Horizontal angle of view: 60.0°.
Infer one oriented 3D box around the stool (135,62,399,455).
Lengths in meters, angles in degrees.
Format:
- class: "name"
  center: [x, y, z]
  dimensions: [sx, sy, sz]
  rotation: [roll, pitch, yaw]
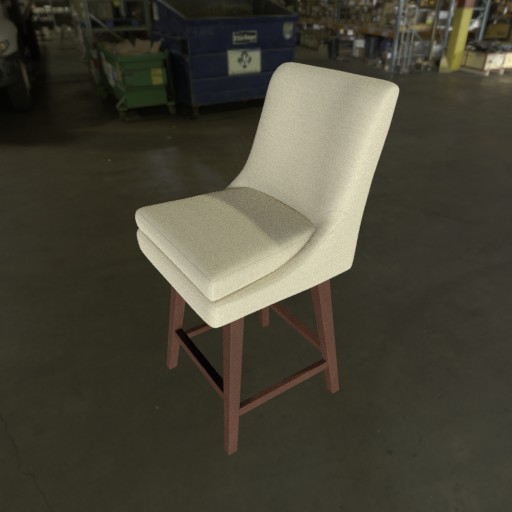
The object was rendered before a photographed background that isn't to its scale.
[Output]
- class: "stool"
  center: [0.000, 0.000, 1.318]
  dimensions: [0.559, 0.991, 0.483]
  rotation: [-19, 36, -29]
